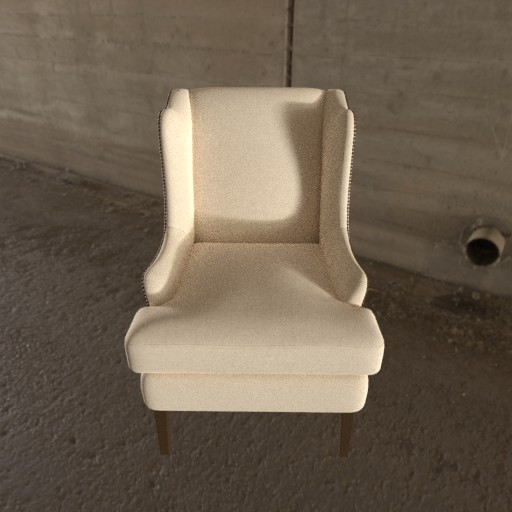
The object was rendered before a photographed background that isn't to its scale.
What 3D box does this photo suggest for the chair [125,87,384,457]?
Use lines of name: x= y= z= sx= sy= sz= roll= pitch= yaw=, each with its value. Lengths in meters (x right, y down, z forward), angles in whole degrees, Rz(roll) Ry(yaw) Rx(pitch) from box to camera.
chair: x=0.000 y=0.000 z=1.601 sx=0.737 sy=1.029 sz=0.940 roll=0 pitch=30 yaw=1
